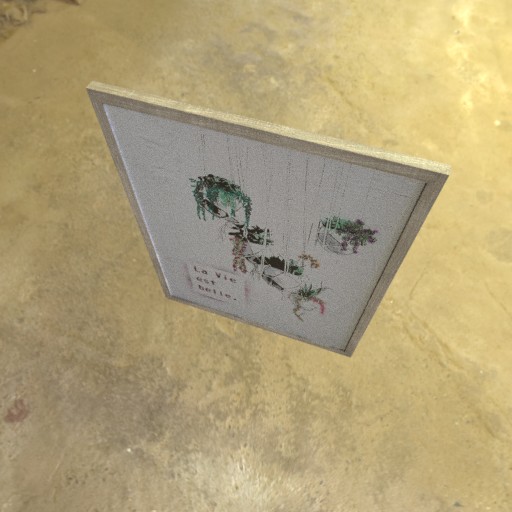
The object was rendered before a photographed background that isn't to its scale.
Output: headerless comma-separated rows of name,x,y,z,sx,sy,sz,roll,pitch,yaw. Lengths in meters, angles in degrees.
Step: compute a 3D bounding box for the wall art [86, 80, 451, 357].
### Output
wall art,0.000,0.000,1.343,0.781,1.022,0.035,16,59,10
